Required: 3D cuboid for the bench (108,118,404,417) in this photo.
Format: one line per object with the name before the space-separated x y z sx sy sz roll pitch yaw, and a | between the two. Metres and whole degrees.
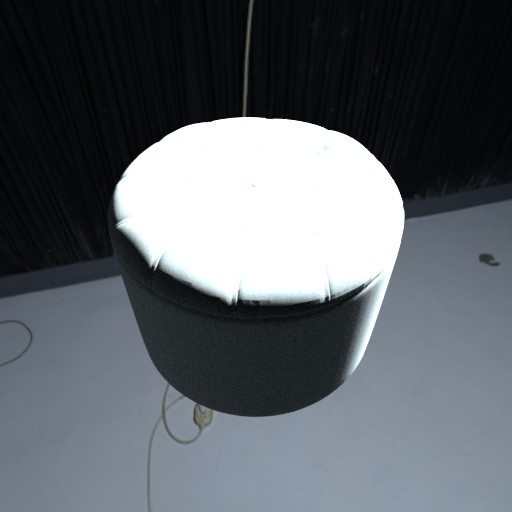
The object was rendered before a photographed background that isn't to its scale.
bench | 0.000 0.000 1.037 0.600 0.453 0.600 0 46 0
